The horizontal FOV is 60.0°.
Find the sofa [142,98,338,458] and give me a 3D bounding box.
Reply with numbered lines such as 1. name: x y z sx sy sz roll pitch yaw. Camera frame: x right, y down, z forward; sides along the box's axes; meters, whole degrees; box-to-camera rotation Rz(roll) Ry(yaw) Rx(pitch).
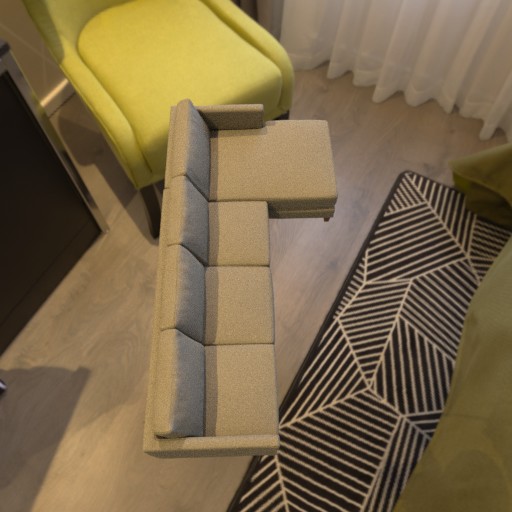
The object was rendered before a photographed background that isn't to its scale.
1. sofa: 0.000 0.000 3.909 1.625 0.861 3.186 -2 62 -1
